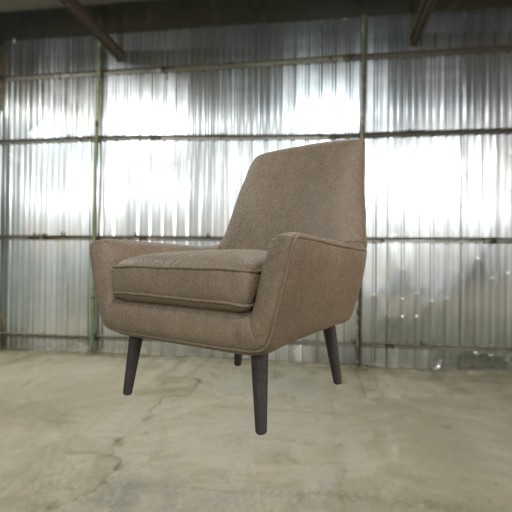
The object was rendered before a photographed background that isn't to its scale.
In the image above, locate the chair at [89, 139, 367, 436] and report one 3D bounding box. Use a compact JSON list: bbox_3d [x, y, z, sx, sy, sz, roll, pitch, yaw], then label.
[{"bbox_3d":[0.000,0.000,1.519,0.787,0.888,0.824,0,0,37],"label":"chair"}]
